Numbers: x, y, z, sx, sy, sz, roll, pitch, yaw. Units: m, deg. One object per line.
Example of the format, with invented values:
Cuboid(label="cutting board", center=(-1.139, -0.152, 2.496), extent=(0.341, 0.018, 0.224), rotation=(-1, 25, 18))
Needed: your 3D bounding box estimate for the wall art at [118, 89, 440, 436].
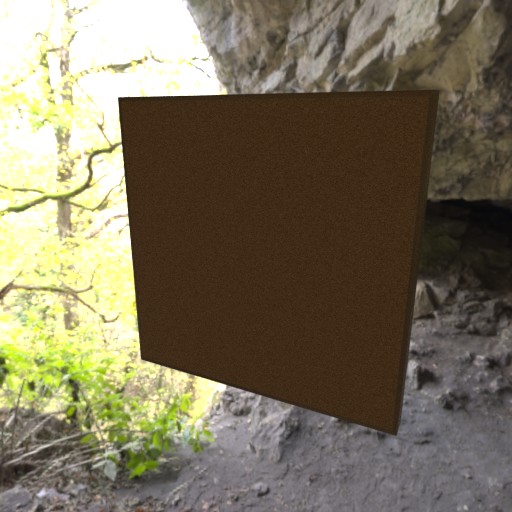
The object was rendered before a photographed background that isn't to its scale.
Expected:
Cuboid(label="wall art", center=(0.000, 0.000, 0.745), extent=(0.513, 0.511, 0.038), rotation=(9, 20, 25))
